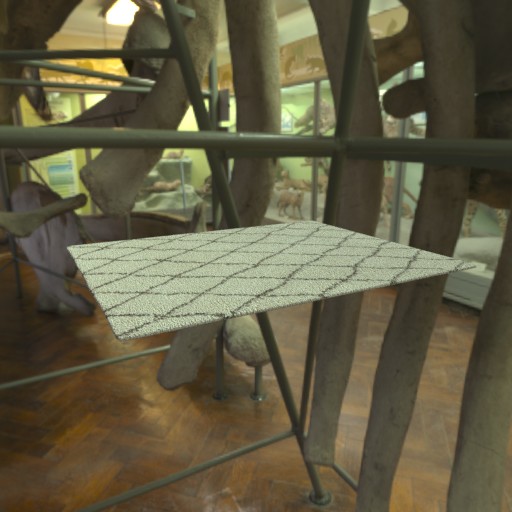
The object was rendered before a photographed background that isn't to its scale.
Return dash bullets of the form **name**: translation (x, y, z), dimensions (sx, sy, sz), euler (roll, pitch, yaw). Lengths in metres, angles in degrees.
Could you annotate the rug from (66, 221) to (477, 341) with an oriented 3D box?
- **rug**: translation (0.000, 0.000, 4.151), dimensions (3.047, 0.029, 2.438), euler (-8, 17, -28)
